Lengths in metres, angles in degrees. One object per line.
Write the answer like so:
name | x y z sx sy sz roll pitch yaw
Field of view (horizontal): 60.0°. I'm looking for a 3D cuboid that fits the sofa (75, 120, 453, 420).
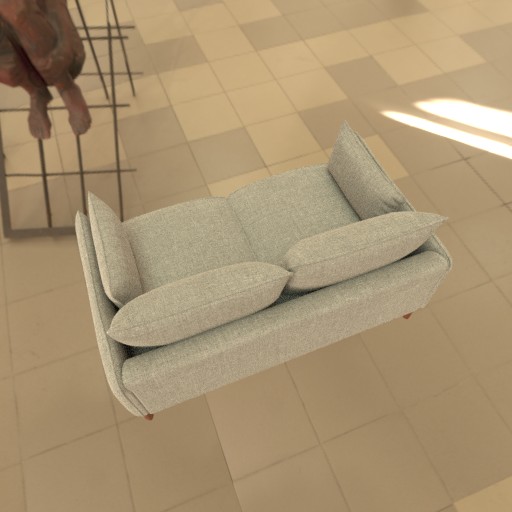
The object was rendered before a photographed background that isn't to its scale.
sofa | 0.000 0.000 2.180 1.580 0.851 0.972 -18 59 -12
